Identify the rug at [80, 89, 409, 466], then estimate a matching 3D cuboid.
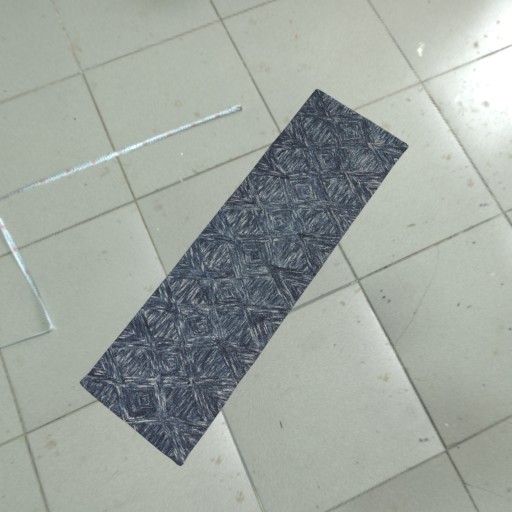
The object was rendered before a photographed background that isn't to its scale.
[{"bbox_3d":[0.000,0.000,2.600,0.719,0.013,2.306,35,78,9],"label":"rug"}]
